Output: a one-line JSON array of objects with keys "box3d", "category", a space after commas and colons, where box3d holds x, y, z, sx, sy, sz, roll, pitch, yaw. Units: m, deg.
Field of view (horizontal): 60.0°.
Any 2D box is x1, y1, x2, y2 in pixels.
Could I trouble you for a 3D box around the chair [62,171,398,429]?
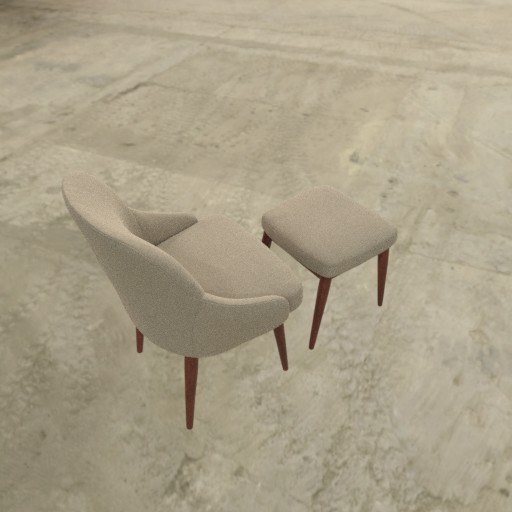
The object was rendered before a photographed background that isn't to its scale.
[{"box3d": [0.000, 0.000, 1.594, 1.114, 0.866, 0.584, -25, 46, -27], "category": "chair"}]
